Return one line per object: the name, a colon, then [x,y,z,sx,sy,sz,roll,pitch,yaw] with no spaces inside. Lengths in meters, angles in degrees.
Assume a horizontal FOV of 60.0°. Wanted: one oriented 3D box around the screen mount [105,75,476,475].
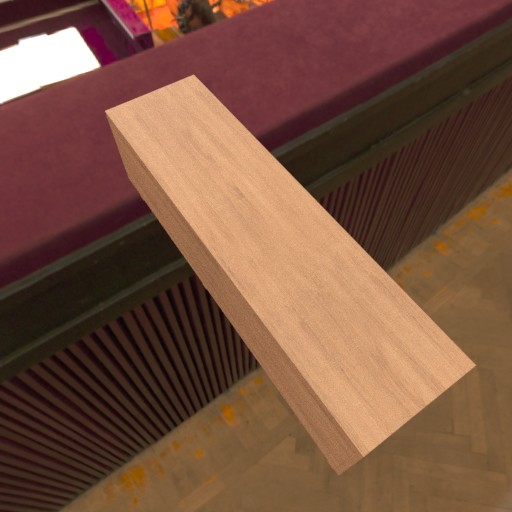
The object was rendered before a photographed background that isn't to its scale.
screen mount: [0.000,0.000,1.669,0.400,0.510,1.500,-30,62,-18]
